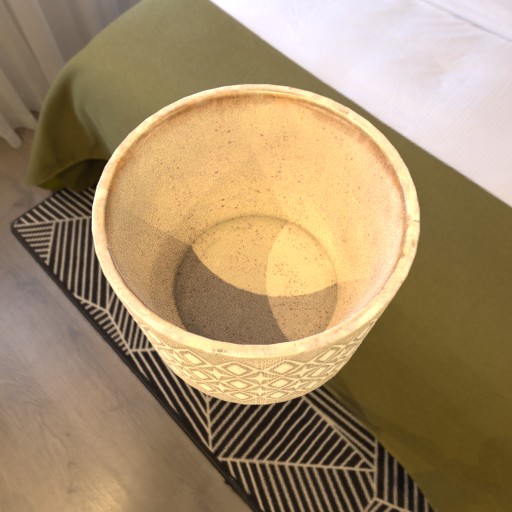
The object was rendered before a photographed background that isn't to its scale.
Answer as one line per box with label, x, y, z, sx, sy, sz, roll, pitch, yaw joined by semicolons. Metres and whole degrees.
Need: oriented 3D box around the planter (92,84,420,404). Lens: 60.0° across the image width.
planter;0.000;0.000;0.317;0.186;0.144;0.186;0;62;0
